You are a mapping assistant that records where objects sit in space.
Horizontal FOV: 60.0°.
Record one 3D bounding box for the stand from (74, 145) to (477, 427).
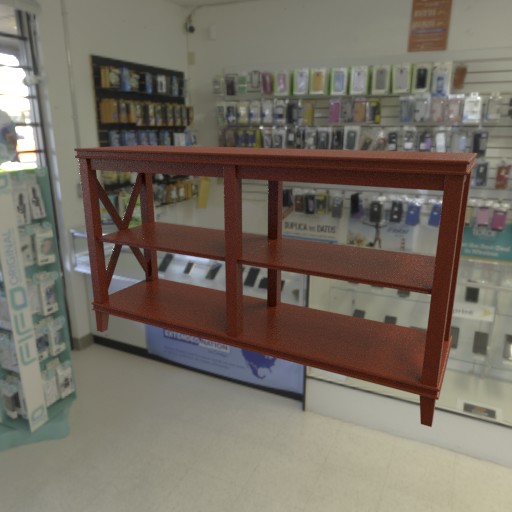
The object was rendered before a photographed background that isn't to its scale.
[{"bbox_3d":[0.000,0.000,1.645,1.372,0.762,0.381,8,18,27],"label":"stand"}]
